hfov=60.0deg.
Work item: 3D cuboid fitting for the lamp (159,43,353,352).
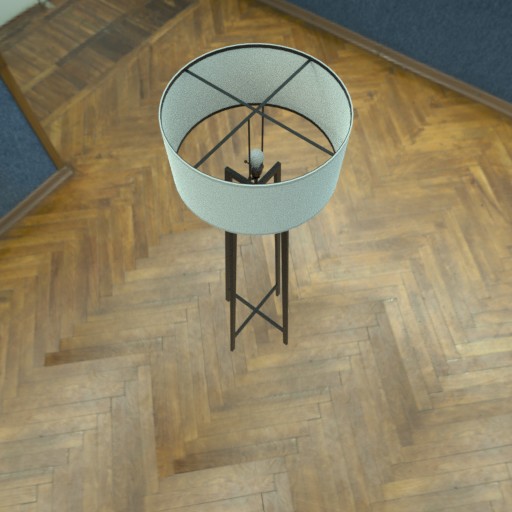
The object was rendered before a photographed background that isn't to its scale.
[{"bbox_3d":[0.000,0.000,1.715,0.456,1.510,0.457,35,68,17],"label":"lamp"}]
